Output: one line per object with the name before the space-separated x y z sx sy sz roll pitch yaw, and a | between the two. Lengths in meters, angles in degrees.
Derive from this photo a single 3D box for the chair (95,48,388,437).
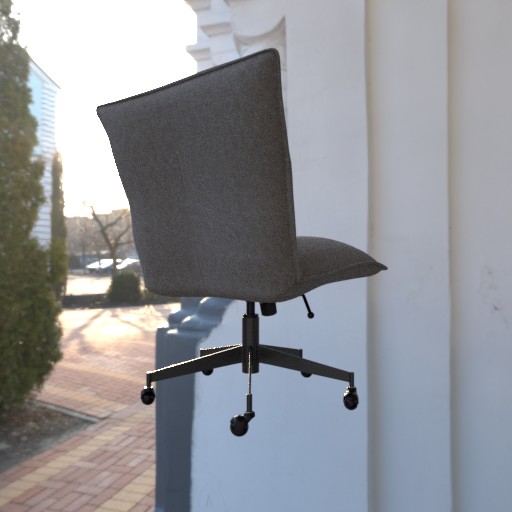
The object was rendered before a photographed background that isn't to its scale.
chair | 0.000 0.000 1.285 0.597 0.811 0.696 -1 -1 37
